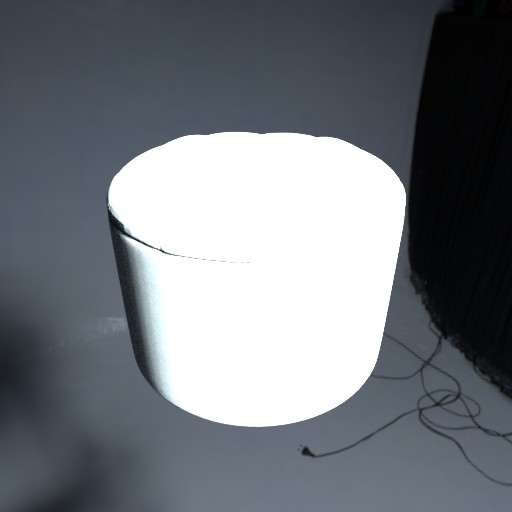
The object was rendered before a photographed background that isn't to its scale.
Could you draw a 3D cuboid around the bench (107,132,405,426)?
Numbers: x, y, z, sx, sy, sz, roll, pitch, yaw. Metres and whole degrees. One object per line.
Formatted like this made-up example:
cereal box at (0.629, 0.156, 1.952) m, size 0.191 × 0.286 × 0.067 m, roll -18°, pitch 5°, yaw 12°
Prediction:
bench at (0.000, 0.000, 1.004) m, size 0.600 × 0.453 × 0.600 m, roll 0°, pitch 30°, yaw 0°
